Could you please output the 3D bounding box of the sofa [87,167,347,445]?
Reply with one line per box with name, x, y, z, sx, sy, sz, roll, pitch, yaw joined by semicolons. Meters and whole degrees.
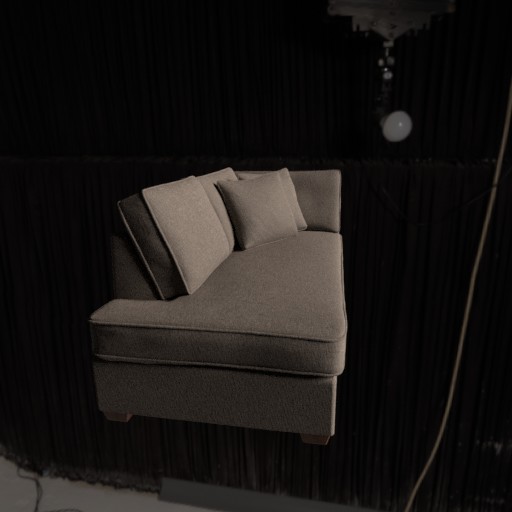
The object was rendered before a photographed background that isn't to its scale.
sofa;0.000;0.000;2.828;1.110;1.033;2.237;3;16;10
